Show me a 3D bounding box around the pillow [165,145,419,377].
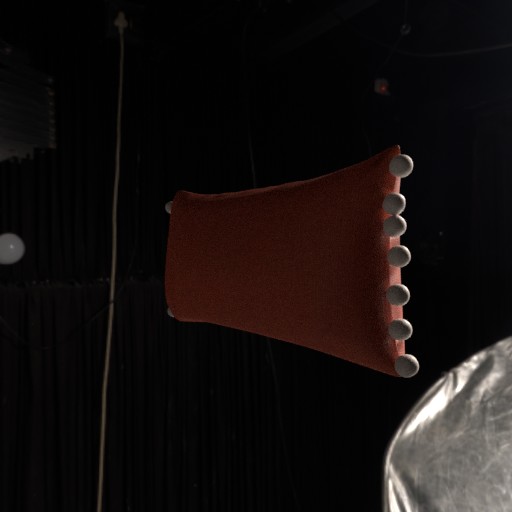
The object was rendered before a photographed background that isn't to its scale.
[{"bbox_3d":[0.000,0.000,0.842,0.201,0.322,0.709,0,0,-36],"label":"pillow"}]
